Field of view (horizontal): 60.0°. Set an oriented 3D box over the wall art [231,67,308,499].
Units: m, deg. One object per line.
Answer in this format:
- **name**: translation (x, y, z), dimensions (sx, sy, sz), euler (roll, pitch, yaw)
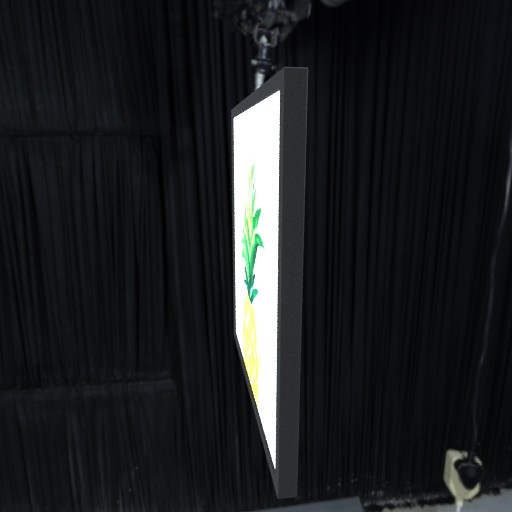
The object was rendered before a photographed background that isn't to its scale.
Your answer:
- **wall art**: translation (0.000, 0.000, 1.115), dimensions (0.037, 0.760, 0.762), euler (-2, 14, -9)
